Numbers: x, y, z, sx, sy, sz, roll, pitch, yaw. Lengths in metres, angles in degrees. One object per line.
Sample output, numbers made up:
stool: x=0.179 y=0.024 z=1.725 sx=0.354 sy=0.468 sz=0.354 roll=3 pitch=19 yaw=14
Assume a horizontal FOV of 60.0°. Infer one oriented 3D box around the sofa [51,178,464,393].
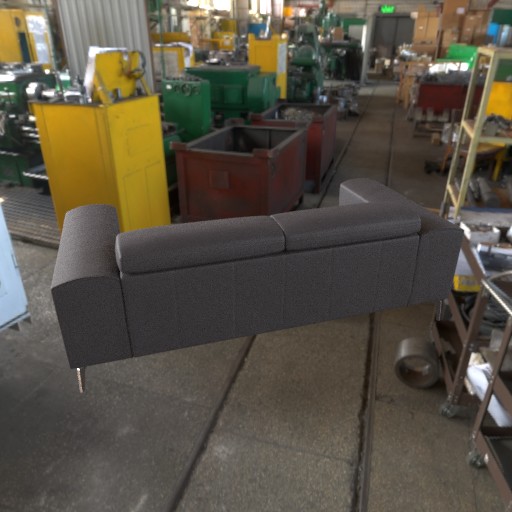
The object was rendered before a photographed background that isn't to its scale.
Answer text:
sofa: x=0.000 y=0.000 z=2.886 sx=2.330 sy=0.814 sz=1.048 roll=-8 pitch=28 yaw=-15
